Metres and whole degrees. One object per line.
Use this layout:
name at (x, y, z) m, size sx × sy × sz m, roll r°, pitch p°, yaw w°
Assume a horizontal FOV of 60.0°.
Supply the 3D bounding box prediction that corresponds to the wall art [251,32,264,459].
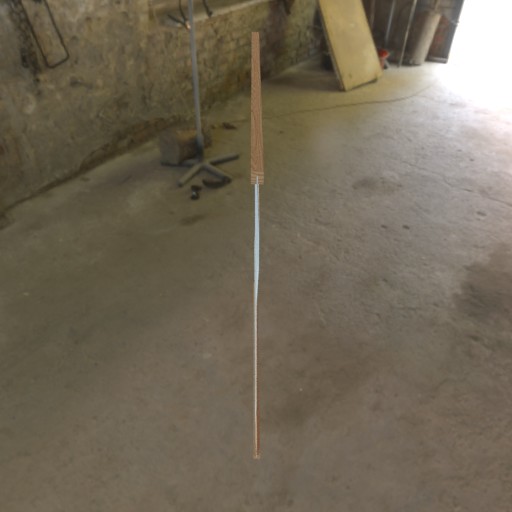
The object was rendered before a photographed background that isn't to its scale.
wall art at (0.000, 0.000, 1.301) m, size 0.020 × 1.016 × 0.739 m, roll 0°, pitch 42°, yaw 0°
